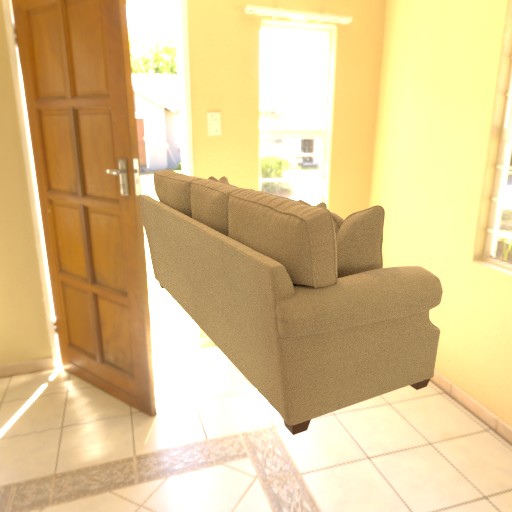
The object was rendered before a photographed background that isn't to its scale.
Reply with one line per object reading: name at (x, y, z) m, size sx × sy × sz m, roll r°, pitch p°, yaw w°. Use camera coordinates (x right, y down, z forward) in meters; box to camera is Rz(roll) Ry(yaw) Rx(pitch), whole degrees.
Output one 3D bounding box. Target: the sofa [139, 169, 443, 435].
sofa at (0.000, 0.000, 2.833) m, size 0.965 × 0.975 × 2.312 m, roll -8°, pitch 18°, yaw -26°
